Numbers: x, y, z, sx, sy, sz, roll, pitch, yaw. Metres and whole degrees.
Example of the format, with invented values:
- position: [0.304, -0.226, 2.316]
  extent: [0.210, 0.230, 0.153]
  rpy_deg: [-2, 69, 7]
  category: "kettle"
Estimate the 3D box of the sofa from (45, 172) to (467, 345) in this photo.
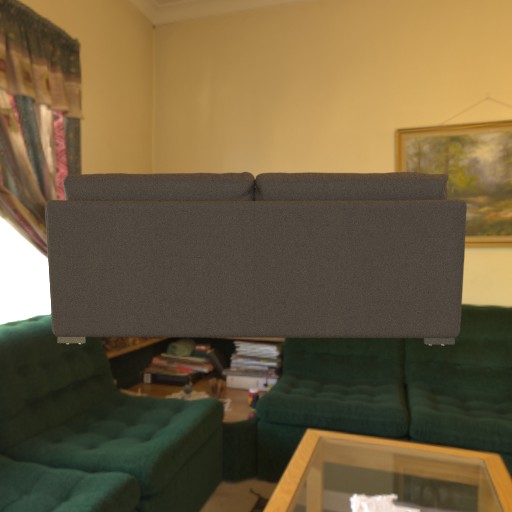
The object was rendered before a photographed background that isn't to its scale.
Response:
- position: [0.000, 0.000, 2.860]
  extent: [2.271, 0.950, 1.140]
  rpy_deg: [0, 1, 1]
  category: "sofa"
